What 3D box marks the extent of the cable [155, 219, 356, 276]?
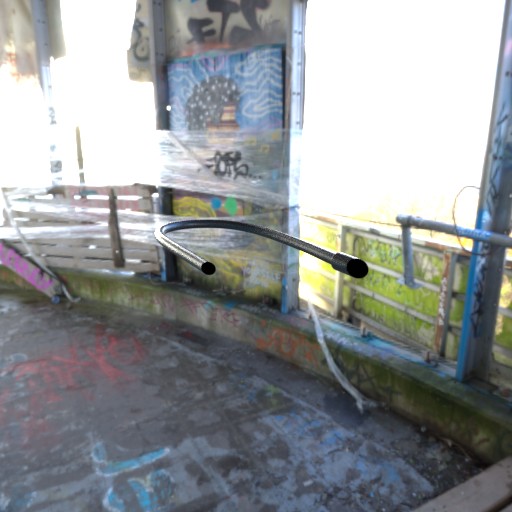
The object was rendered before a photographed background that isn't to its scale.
[{"bbox_3d":[0.000,0.000,0.111,0.040,0.006,0.098,-8,17,-27],"label":"cable"}]
